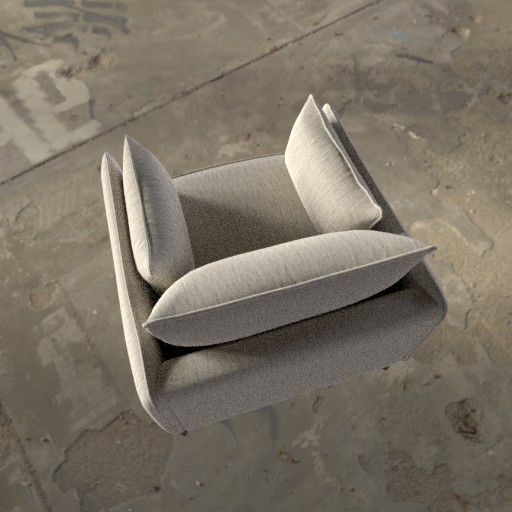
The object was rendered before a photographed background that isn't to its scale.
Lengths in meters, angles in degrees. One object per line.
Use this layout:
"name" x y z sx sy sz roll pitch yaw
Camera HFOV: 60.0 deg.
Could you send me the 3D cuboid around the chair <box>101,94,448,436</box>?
"chair" 0.000 0.000 1.667 0.994 0.855 0.991 -15 59 -9
